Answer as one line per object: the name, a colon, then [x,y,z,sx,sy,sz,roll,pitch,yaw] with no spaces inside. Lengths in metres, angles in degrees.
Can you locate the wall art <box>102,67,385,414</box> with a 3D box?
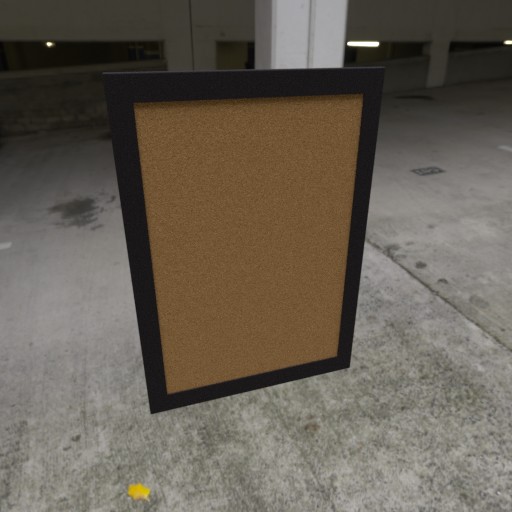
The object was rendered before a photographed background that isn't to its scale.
wall art: [0.000,0.000,0.681,0.374,0.529,0.012,-8,27,-16]
